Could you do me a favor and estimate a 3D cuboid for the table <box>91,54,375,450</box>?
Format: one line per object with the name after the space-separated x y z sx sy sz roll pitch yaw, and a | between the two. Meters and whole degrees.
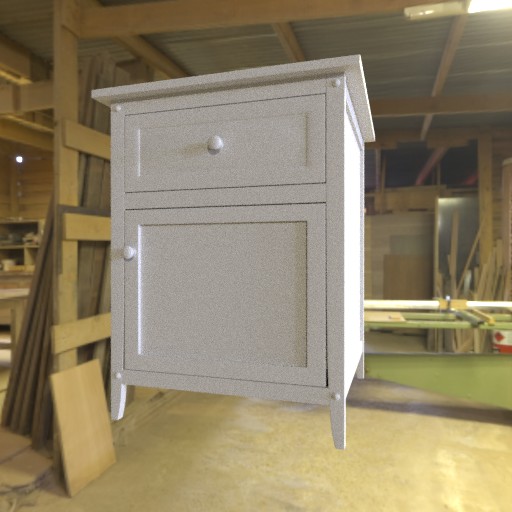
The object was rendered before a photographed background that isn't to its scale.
0.000 0.000 0.768 0.381 0.483 0.381 0 0 18 | table
